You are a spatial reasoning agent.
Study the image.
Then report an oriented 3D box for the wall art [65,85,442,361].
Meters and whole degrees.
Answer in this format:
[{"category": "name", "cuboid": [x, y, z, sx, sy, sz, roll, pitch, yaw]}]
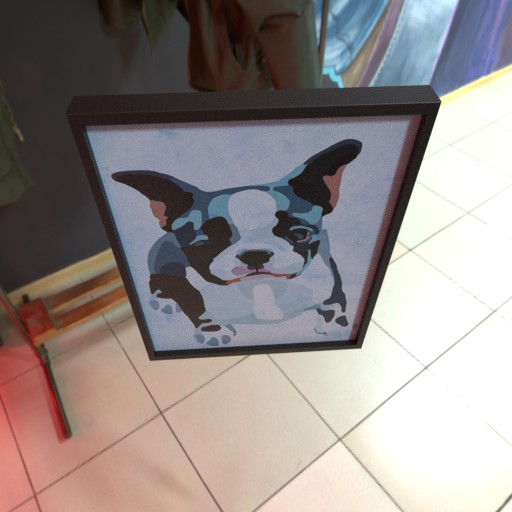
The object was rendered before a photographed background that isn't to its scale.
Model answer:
[{"category": "wall art", "cuboid": [0.000, 0.000, 0.490, 0.294, 0.369, 0.030, -3, 47, -3]}]
